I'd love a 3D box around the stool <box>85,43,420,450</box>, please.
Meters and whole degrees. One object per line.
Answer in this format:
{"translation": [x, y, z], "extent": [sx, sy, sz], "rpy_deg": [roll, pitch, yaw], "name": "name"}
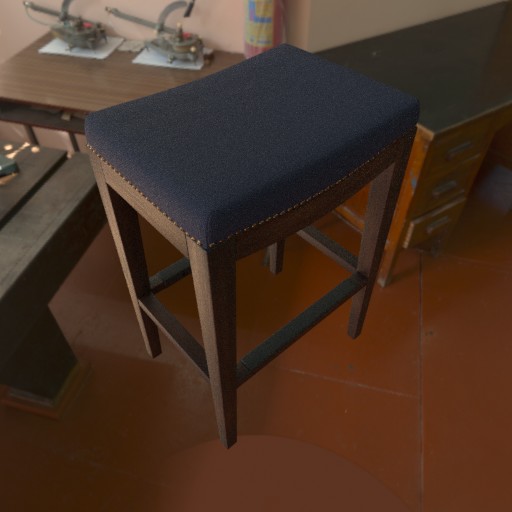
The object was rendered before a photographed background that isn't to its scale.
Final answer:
{"translation": [0.000, 0.000, 1.007], "extent": [0.498, 0.740, 0.358], "rpy_deg": [-33, 54, -27], "name": "stool"}
